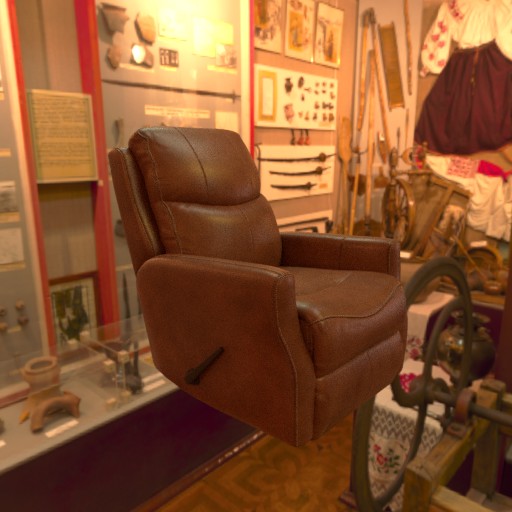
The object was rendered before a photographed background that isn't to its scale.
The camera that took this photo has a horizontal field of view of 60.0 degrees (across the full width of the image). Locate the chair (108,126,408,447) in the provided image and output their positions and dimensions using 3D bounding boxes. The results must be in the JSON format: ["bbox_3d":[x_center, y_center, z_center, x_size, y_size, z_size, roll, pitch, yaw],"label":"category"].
[{"bbox_3d":[0.000,0.000,1.771,1.072,1.016,0.821,12,18,42],"label":"chair"}]
